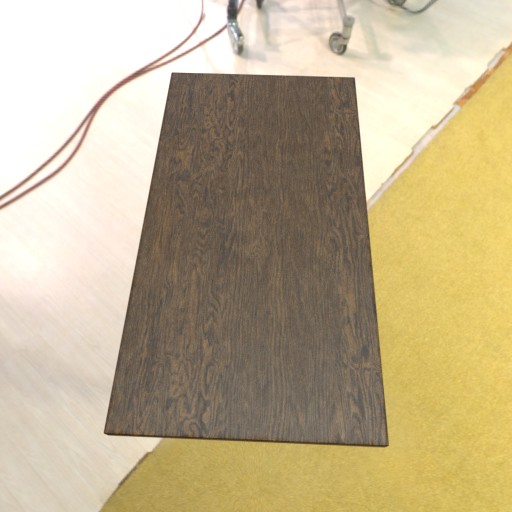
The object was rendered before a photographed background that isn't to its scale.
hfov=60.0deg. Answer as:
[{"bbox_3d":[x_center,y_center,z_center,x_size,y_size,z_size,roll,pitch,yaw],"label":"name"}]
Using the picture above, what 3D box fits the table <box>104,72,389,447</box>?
[{"bbox_3d":[0.000,0.000,2.482,1.078,0.795,1.989,2,62,1],"label":"table"}]
